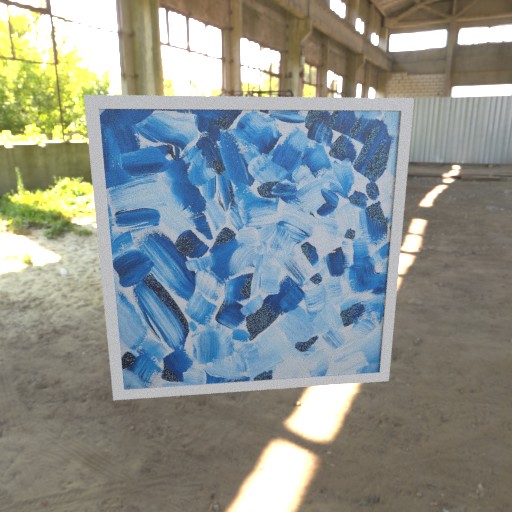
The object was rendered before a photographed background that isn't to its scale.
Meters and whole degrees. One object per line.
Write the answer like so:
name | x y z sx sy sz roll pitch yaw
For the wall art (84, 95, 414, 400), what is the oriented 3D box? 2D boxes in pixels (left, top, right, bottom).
wall art | 0.000 0.000 1.198 0.812 0.812 0.015 -2 15 -7
